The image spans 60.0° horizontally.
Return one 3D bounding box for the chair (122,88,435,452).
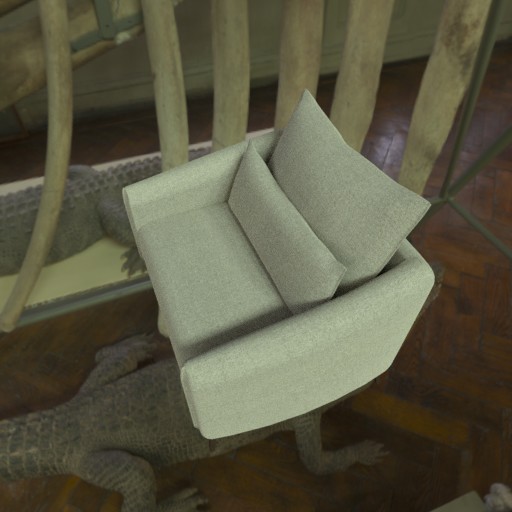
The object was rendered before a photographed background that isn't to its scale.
[{"bbox_3d":[0.000,0.000,1.663,0.801,0.856,1.029,-17,49,-15],"label":"chair"}]
